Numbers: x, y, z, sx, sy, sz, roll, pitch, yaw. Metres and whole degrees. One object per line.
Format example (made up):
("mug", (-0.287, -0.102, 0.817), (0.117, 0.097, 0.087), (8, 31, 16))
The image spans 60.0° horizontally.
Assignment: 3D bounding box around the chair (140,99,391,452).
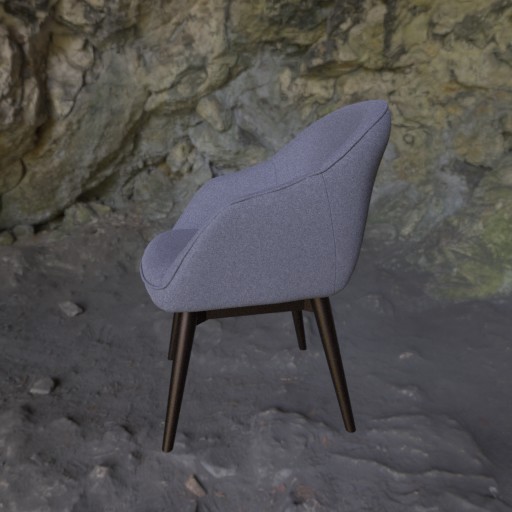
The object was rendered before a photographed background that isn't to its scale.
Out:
("chair", (0.000, 0.000, 1.213), (0.611, 0.810, 0.589), (-2, 15, -9))
